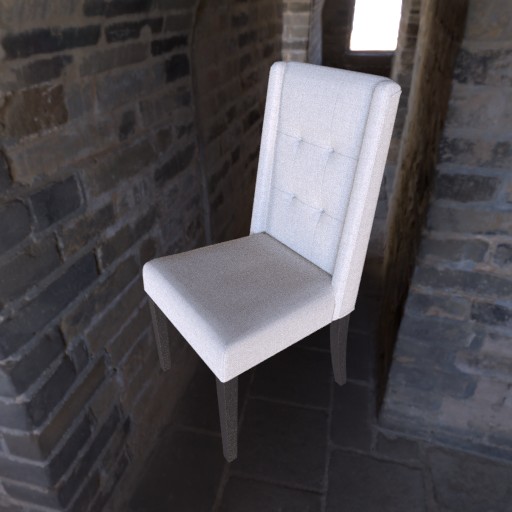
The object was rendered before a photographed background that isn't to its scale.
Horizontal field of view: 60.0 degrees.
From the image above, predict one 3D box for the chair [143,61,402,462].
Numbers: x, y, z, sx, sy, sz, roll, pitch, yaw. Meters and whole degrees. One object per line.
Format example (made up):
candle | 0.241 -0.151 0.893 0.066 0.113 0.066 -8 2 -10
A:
chair | 0.000 0.000 1.268 0.523 0.961 0.474 -20 36 -29
